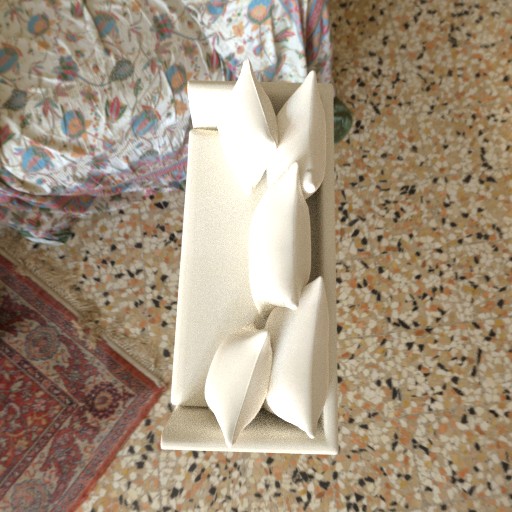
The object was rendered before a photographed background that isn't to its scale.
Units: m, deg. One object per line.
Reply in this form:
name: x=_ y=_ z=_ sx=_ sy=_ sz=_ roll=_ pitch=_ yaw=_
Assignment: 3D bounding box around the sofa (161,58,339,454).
sofa: x=0.000 y=0.000 z=2.876 sx=1.031 sy=1.034 sz=2.290 roll=2 pitch=76 yaw=0
